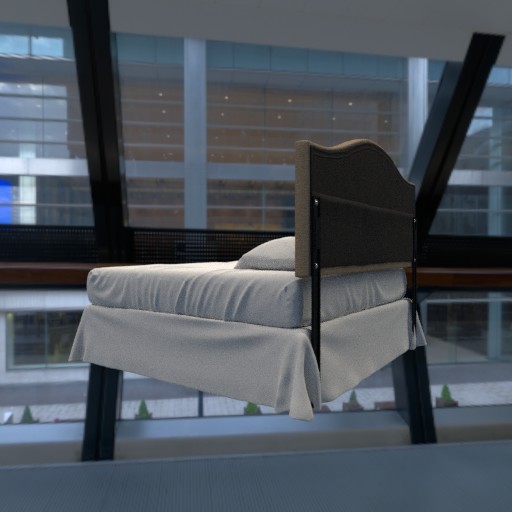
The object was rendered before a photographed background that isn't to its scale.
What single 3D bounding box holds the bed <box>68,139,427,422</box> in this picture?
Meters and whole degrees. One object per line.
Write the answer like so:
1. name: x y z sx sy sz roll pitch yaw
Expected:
1. bed: 0.000 0.000 3.753 2.222 1.651 2.311 1 1 36
